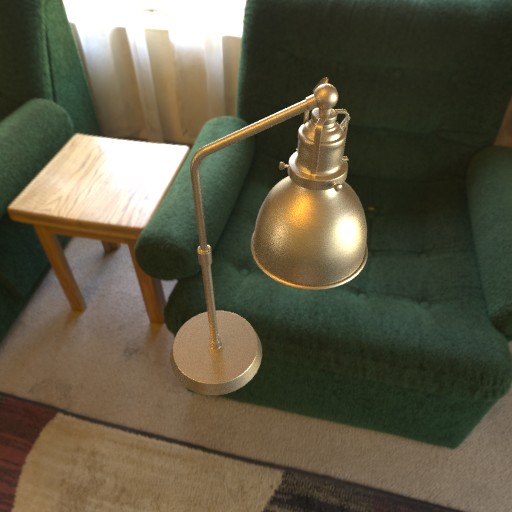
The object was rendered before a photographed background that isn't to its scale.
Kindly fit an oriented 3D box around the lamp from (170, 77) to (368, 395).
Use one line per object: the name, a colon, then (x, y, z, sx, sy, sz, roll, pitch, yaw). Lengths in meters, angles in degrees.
lamp: (0.000, 0.000, 0.580, 0.286, 0.456, 0.153, -3, 46, -3)
